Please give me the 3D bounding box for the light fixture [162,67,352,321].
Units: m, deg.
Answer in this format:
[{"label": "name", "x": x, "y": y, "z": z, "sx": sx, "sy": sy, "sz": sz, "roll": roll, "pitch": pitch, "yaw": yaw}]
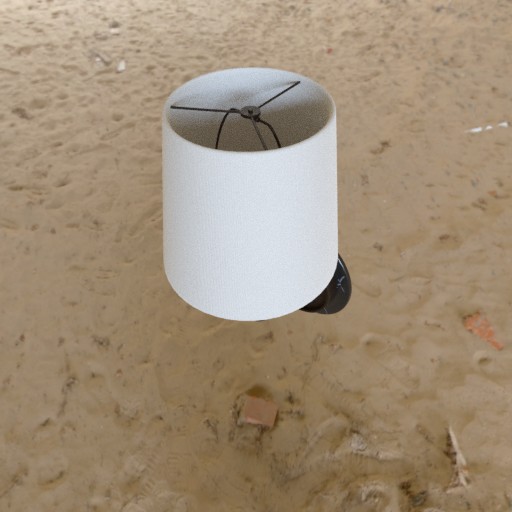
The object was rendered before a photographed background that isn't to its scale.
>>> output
[{"label": "light fixture", "x": 0.000, "y": 0.000, "z": 0.452, "sx": 0.168, "sy": 0.337, "sz": 0.188, "roll": 32, "pitch": 55, "yaw": 27}]
